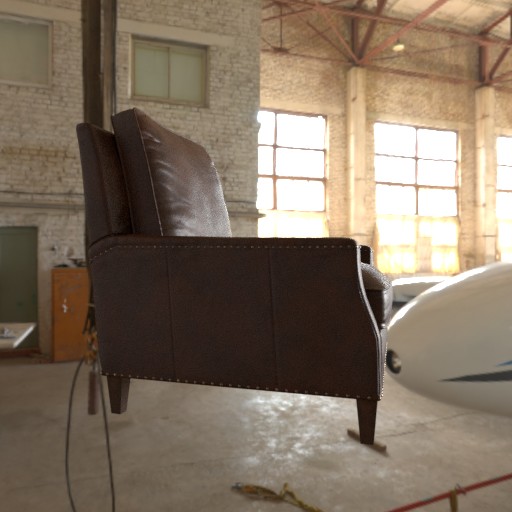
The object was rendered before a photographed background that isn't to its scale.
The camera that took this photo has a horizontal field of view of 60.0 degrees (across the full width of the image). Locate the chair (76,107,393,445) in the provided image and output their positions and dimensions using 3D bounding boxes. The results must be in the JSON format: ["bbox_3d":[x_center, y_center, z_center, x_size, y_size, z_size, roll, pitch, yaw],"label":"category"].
[{"bbox_3d":[0.000,0.000,1.751,1.035,1.054,0.854,0,0,17],"label":"chair"}]
